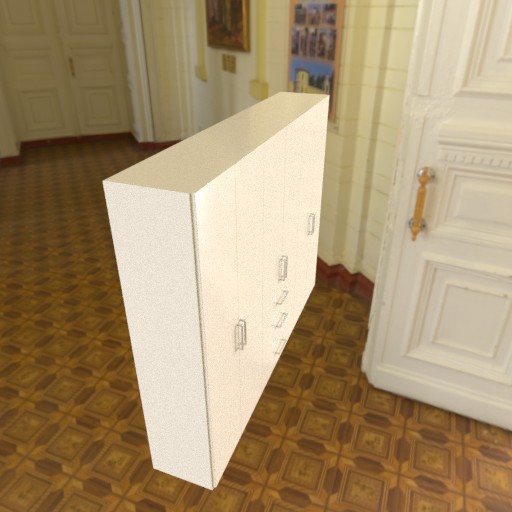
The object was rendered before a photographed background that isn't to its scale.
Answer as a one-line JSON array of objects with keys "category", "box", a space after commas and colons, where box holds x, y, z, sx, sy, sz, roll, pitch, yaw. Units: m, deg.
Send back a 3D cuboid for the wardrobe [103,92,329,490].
[{"category": "wardrobe", "box": [0.000, 0.000, 4.031, 0.580, 2.360, 3.000, 11, 31, 18]}]
